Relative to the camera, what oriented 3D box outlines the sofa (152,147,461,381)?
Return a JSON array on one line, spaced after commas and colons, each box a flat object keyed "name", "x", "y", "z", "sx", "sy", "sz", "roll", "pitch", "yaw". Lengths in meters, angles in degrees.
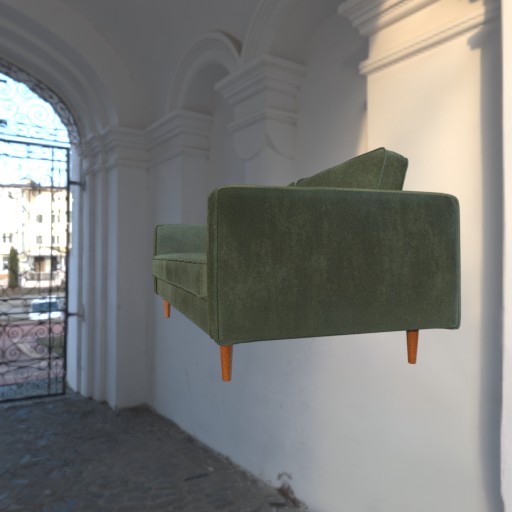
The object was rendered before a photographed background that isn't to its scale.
[{"name": "sofa", "x": 0.000, "y": 0.000, "z": 2.207, "sx": 0.886, "sy": 0.781, "sz": 1.816, "roll": 0, "pitch": 0, "yaw": -18}]
